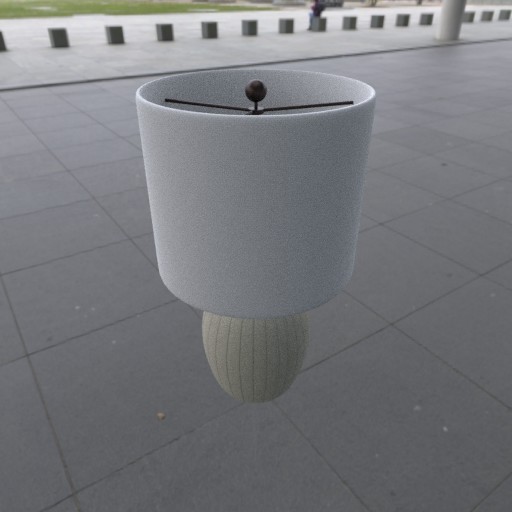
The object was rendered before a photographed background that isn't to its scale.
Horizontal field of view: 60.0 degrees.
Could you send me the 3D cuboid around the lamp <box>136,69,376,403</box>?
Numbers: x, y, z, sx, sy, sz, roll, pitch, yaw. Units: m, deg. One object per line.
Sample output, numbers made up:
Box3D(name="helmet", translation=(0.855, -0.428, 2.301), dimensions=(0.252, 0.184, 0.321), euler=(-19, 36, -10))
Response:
Box3D(name="lamp", translation=(0.000, 0.000, 0.759), dimensions=(0.329, 0.570, 0.329), euler=(-10, 33, -16))
